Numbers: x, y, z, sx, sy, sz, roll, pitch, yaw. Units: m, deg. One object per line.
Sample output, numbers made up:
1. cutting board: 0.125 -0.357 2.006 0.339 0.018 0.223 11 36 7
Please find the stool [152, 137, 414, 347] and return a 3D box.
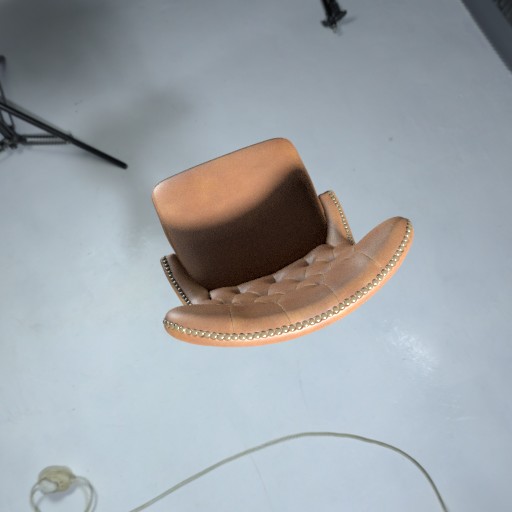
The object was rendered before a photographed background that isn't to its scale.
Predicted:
1. stool: 0.000 0.000 1.321 0.528 0.971 0.593 -22 75 -6
